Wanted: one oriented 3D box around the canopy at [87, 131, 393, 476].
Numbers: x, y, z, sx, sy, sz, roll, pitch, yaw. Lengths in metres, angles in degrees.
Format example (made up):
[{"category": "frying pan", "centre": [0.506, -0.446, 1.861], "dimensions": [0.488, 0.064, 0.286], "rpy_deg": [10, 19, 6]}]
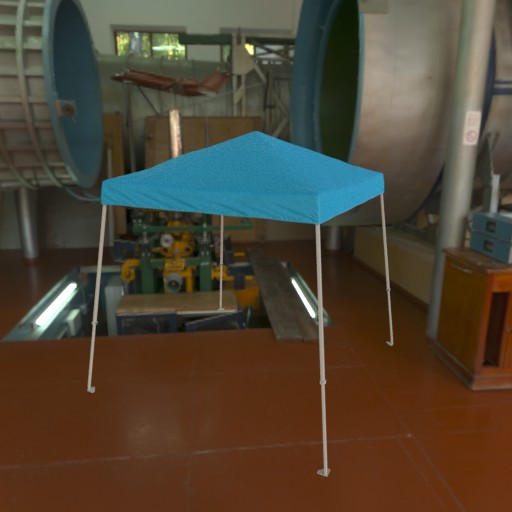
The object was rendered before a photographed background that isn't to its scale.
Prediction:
[{"category": "canopy", "centre": [0.000, 0.000, 5.249], "dimensions": [2.849, 2.849, 2.848], "rpy_deg": [8, 17, 27]}]
